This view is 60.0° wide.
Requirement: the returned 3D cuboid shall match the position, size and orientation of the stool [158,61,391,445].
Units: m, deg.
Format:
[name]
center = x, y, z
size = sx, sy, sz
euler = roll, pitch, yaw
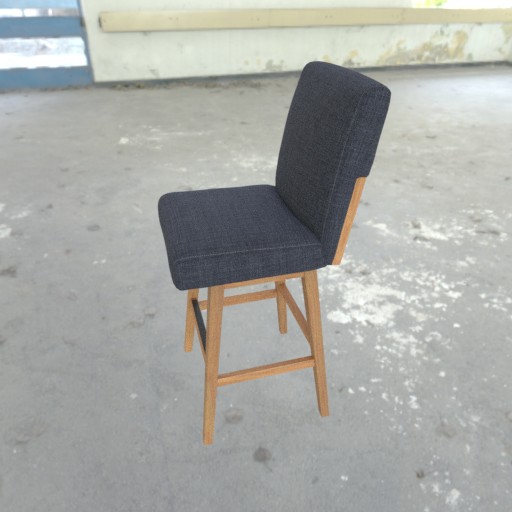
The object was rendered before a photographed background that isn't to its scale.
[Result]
[stool]
center = 0.000, 0.000, 1.433
size = 0.570, 1.112, 0.483
euler = -8, 32, -13
